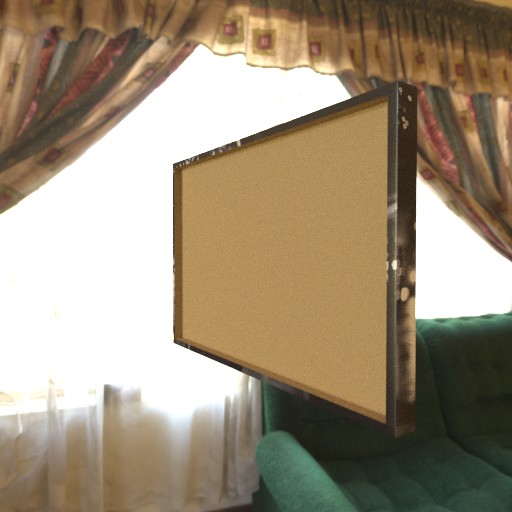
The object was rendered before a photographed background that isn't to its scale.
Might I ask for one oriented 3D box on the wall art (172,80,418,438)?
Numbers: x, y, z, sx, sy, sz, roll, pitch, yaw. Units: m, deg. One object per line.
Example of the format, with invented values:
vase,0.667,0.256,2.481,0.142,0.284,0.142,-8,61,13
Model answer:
wall art,0.000,0.000,0.760,0.037,0.406,0.609,-1,1,-35
